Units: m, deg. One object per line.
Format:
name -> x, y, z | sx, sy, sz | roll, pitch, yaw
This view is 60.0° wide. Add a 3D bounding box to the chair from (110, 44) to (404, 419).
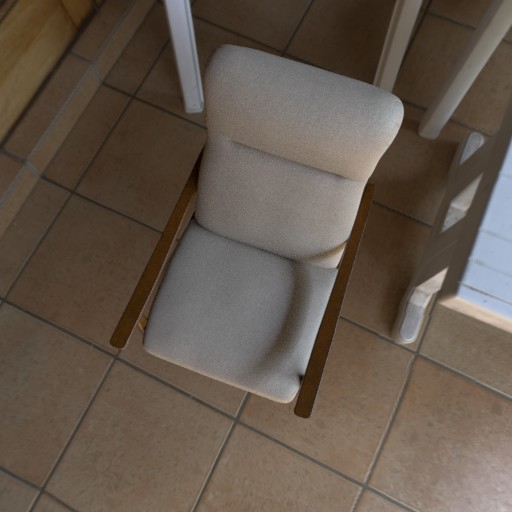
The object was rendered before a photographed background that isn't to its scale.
chair -> 0.000, 0.000, 1.771 | 0.762, 1.082, 1.030 | 19, 75, 5
